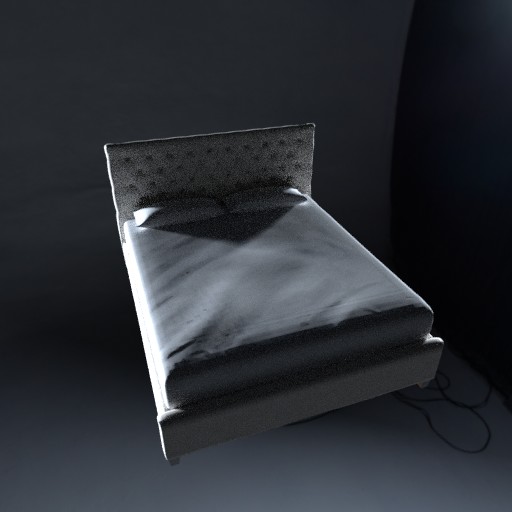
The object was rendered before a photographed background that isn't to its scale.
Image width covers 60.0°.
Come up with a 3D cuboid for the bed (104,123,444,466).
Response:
[{"bbox_3d":[0.000,0.000,3.697,2.078,1.427,2.387,-11,34,-16],"label":"bed"}]
